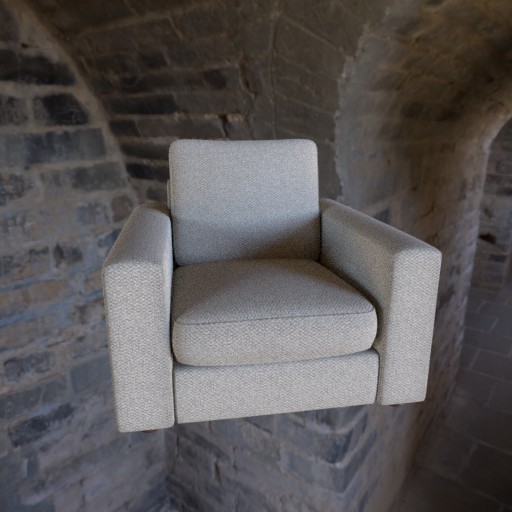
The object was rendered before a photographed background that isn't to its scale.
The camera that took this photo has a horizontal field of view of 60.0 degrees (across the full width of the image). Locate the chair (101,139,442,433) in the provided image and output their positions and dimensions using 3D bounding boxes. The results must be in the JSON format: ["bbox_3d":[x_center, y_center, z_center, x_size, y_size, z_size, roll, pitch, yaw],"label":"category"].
[{"bbox_3d":[0.000,0.000,1.734,1.005,0.873,1.016,-3,16,-9],"label":"chair"}]
